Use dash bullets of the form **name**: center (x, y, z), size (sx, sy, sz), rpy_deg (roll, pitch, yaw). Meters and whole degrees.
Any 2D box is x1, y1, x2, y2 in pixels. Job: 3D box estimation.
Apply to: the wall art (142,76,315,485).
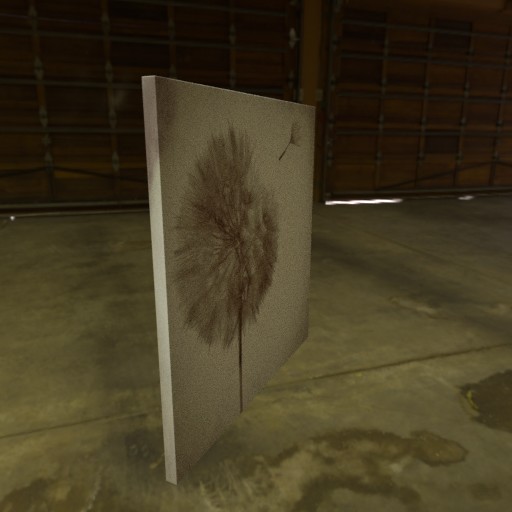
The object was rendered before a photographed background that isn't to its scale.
- **wall art**: center (0.000, 0.000, 1.122), size (0.027, 0.762, 0.762), rpy_deg (7, 16, 25)
